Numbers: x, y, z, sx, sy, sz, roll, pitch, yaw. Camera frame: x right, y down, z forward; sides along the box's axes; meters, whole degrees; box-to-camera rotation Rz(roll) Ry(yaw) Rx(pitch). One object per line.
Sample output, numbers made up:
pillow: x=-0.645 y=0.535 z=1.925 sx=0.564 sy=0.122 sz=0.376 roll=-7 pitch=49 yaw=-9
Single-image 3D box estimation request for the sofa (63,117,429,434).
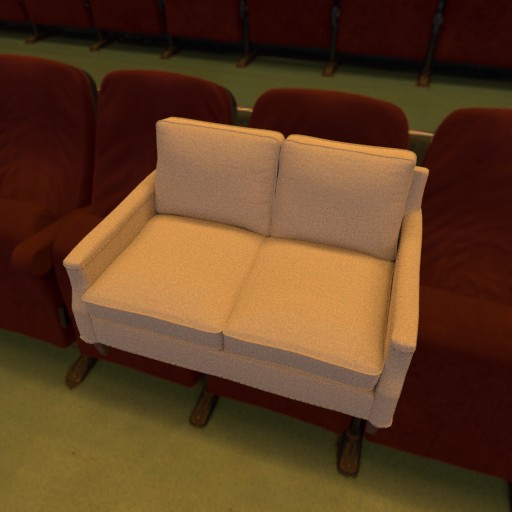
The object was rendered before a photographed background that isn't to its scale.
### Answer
sofa: x=0.000 y=0.000 z=2.274 sx=1.597 sy=1.003 sz=1.084 roll=12 pitch=42 yaw=14
